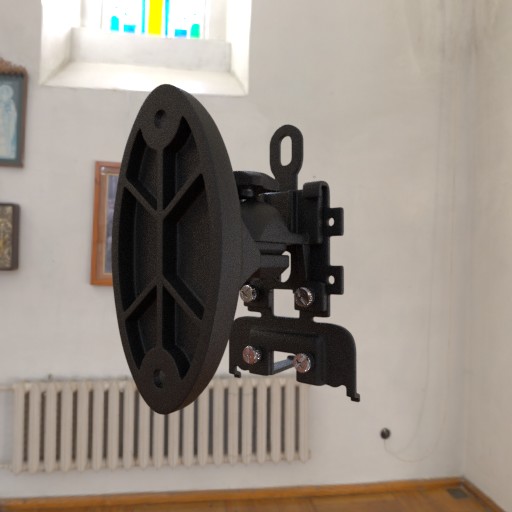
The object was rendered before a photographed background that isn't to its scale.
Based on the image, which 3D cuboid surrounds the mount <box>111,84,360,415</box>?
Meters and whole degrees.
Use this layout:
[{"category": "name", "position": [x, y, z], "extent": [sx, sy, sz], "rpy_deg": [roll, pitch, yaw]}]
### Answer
[{"category": "mount", "position": [0.000, 0.000, 0.180], "extent": [0.066, 0.118, 0.100], "rpy_deg": [-1, -1, 38]}]
